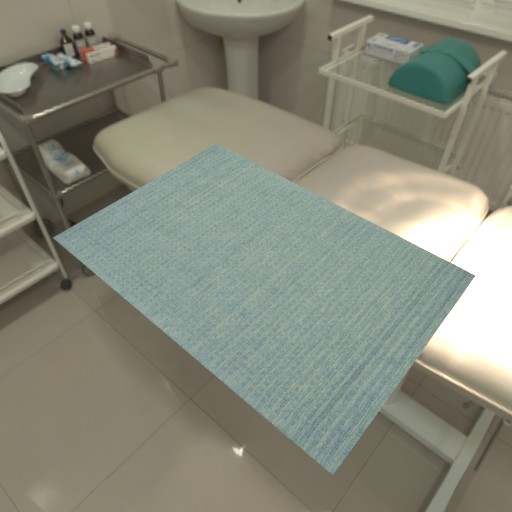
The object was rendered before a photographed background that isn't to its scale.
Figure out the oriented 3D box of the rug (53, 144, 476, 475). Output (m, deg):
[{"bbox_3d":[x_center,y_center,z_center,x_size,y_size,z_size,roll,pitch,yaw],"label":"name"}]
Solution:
[{"bbox_3d":[0.000,0.000,3.653,2.895,0.006,1.982,32,54,27],"label":"rug"}]
